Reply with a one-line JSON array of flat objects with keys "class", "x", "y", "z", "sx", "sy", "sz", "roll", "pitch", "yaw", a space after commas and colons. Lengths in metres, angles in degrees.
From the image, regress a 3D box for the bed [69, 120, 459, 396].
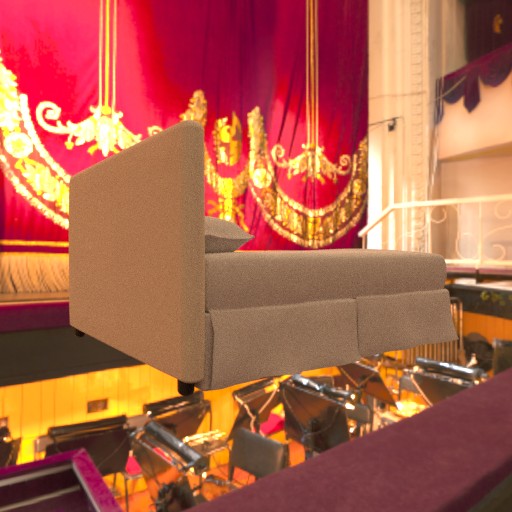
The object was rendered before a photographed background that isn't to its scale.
[{"class": "bed", "x": 0.000, "y": 0.000, "z": 3.516, "sx": 2.341, "sy": 1.317, "sz": 2.119, "roll": 0, "pitch": 1, "yaw": -37}]
